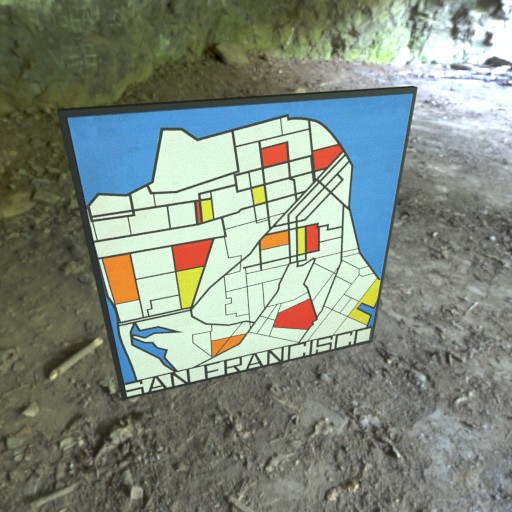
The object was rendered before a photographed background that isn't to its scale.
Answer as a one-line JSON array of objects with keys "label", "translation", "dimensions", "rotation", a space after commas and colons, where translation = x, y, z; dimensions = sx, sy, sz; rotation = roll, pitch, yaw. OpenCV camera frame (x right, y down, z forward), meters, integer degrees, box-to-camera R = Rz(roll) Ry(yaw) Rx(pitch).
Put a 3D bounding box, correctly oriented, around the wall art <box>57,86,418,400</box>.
[{"label": "wall art", "translation": [0.000, 0.000, 0.664], "dimensions": [0.458, 0.457, 0.013], "rotation": [-9, 32, -15]}]
